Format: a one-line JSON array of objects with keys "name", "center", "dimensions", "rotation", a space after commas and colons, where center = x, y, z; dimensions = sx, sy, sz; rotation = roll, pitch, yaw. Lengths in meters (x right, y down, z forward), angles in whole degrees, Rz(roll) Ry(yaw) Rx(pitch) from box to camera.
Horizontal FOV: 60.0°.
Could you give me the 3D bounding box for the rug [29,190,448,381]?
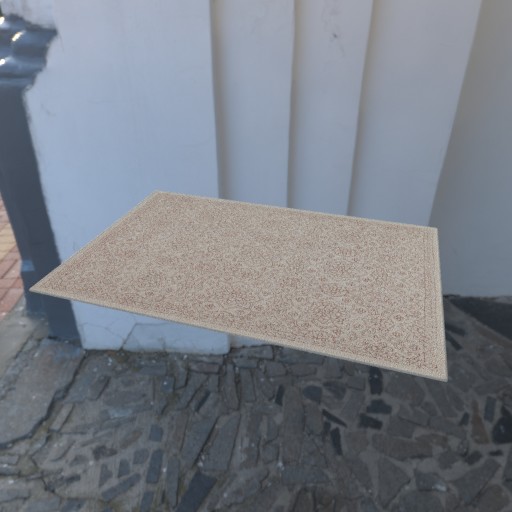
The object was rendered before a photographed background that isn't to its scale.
[{"name": "rug", "center": [0.000, 0.000, 2.313], "dimensions": [1.829, 0.010, 1.219], "rotation": [9, 33, 15]}]
